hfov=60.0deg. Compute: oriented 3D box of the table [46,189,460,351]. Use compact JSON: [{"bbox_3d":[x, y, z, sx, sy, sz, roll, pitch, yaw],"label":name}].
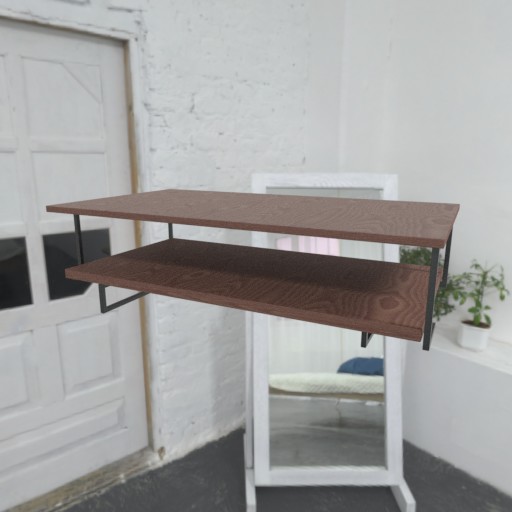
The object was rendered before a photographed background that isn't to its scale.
[{"bbox_3d":[0.000,0.000,1.498,1.197,0.347,0.651,7,15,26],"label":"table"}]
